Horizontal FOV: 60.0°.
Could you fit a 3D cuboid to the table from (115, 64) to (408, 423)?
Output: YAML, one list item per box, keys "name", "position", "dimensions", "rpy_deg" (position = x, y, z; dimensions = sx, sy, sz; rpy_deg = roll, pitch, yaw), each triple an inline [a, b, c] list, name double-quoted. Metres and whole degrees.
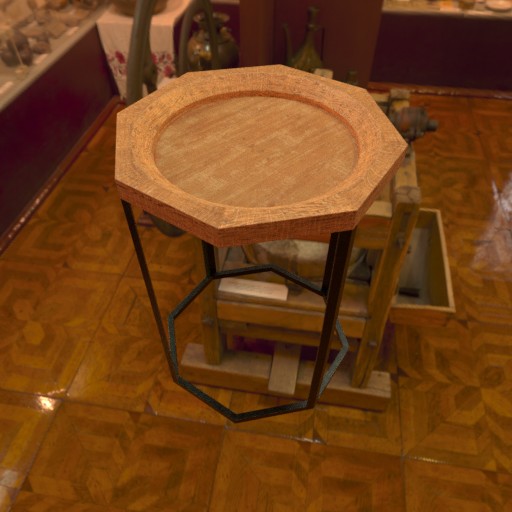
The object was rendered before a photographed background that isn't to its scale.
- name: "table"
  position: [0.000, 0.000, 0.855]
  dimensions: [0.437, 0.553, 0.437]
  rpy_deg: [8, 48, 8]
